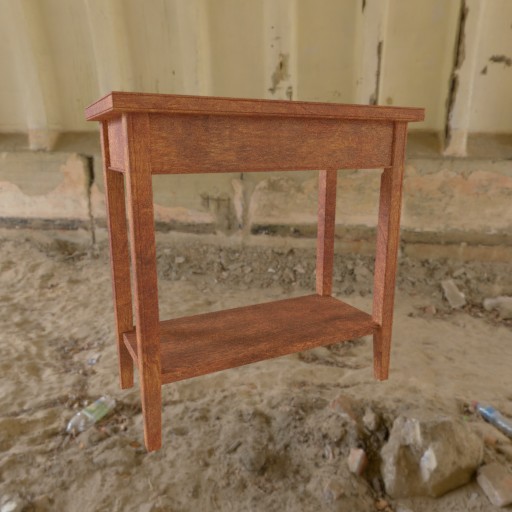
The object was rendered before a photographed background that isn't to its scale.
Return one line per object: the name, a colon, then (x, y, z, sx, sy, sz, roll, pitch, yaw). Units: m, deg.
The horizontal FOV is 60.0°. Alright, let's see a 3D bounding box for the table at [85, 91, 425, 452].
table: (0.000, 0.000, 0.958, 0.610, 0.610, 0.305, -7, 15, -26)
